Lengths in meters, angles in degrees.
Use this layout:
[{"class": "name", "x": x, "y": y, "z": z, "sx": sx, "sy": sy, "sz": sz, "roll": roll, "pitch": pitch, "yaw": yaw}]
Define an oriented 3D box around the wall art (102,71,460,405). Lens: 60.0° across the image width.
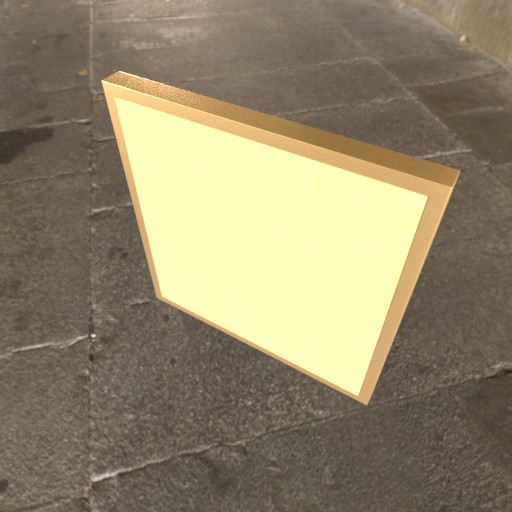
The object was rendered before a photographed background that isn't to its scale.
[{"class": "wall art", "x": 0.000, "y": 0.000, "z": 0.454, "sx": 0.305, "sy": 0.305, "sz": 0.023, "roll": 23, "pitch": 50, "yaw": 21}]
